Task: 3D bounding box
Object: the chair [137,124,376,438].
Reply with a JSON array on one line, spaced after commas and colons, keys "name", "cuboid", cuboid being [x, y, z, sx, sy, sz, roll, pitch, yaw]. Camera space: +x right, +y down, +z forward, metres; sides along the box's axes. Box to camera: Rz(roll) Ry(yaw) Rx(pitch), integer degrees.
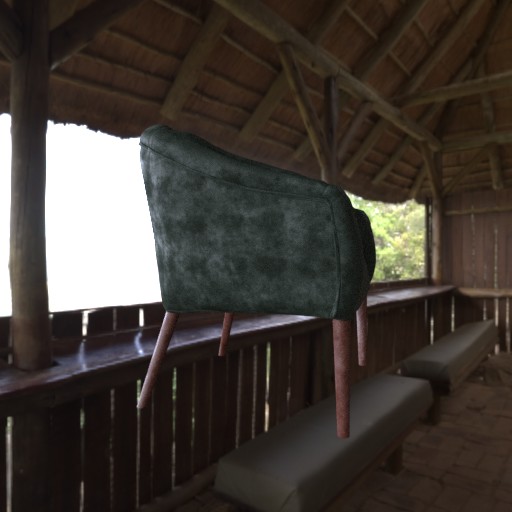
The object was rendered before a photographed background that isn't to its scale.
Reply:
[{"name": "chair", "cuboid": [0.000, 0.000, 1.535, 0.776, 0.885, 0.851, 0, 2, 17]}]
